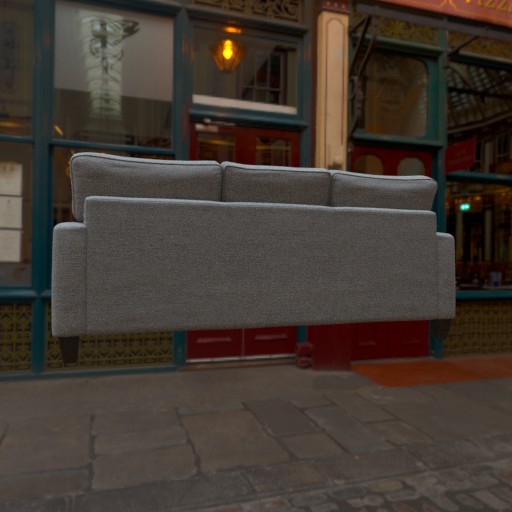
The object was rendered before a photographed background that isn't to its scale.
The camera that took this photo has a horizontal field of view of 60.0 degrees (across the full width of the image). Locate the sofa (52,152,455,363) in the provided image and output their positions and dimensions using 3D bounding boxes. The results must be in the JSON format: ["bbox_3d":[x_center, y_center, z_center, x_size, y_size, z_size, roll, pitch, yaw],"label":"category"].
[{"bbox_3d":[0.000,0.000,2.667,2.158,0.965,0.951,0,-1,-18],"label":"sofa"}]
